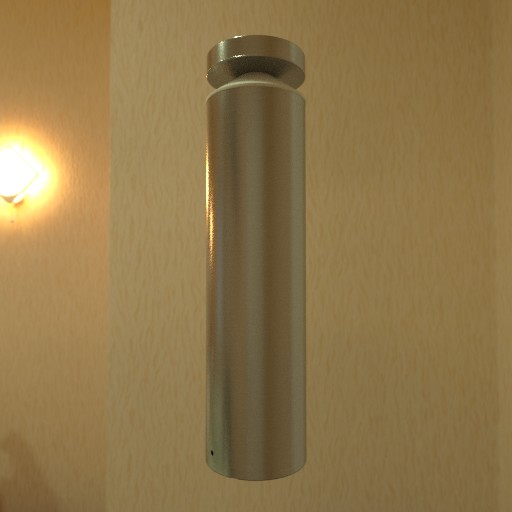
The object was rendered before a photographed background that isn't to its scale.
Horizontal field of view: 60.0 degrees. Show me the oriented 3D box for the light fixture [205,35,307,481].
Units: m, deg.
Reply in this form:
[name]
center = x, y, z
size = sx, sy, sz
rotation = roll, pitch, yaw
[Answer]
[light fixture]
center = 0.000, 0.000, 0.447
size = 0.102, 0.400, 0.102
rotation = 1, -2, -35
